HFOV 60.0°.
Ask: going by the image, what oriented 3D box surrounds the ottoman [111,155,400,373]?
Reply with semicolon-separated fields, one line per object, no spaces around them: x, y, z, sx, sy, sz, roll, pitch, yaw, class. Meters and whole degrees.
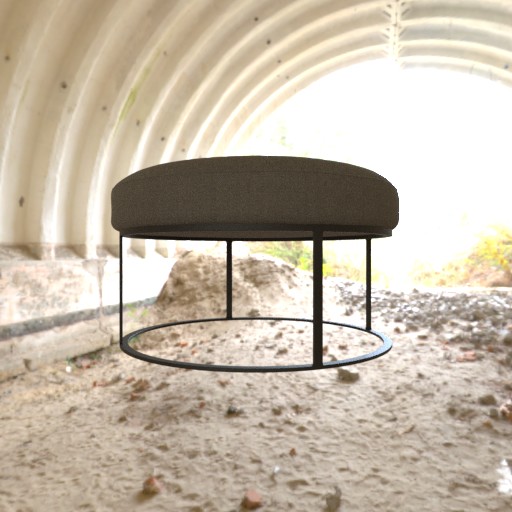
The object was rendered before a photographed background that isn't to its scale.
0.000;0.000;1.241;0.772;0.460;0.772;0;0;0;ottoman
